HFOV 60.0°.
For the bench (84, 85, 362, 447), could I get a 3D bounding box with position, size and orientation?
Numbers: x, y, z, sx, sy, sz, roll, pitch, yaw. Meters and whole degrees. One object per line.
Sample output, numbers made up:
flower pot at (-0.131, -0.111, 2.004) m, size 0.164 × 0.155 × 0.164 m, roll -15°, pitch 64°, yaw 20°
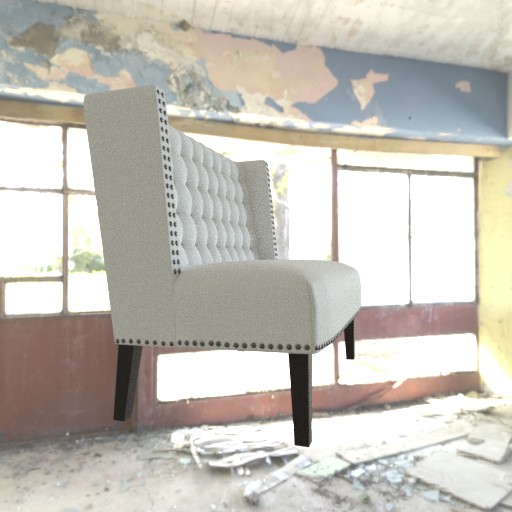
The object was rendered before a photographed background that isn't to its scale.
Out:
bench at (0.000, 0.000, 1.990) m, size 0.847 × 1.123 × 1.280 m, roll 0°, pitch 0°, yaw 19°
